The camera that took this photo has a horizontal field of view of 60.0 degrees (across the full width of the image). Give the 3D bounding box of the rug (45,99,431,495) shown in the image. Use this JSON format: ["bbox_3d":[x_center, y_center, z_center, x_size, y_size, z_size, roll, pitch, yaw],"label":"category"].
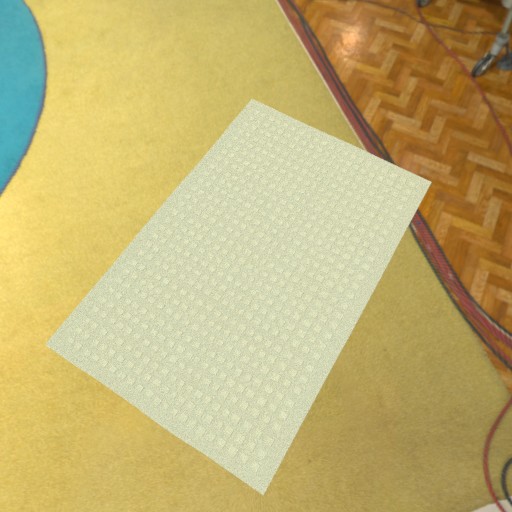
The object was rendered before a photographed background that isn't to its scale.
[{"bbox_3d":[0.000,0.000,2.182,1.143,0.006,1.747,29,67,13],"label":"rug"}]
